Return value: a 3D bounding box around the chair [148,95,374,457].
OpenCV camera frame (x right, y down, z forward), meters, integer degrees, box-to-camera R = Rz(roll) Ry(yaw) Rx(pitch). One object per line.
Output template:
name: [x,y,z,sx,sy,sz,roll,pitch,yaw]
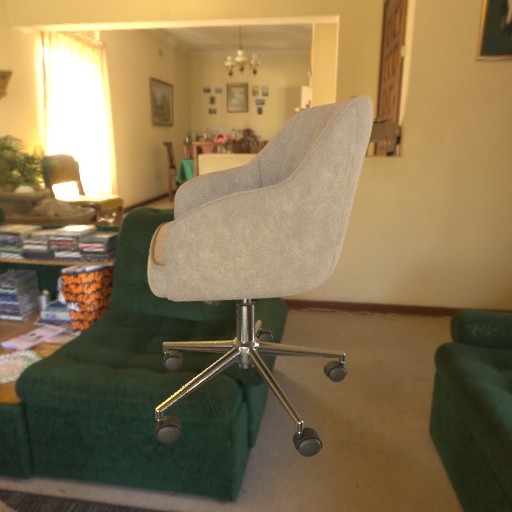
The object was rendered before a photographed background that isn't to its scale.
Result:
chair: [0.000,0.000,1.234,0.573,0.831,0.635,-2,15,-8]
